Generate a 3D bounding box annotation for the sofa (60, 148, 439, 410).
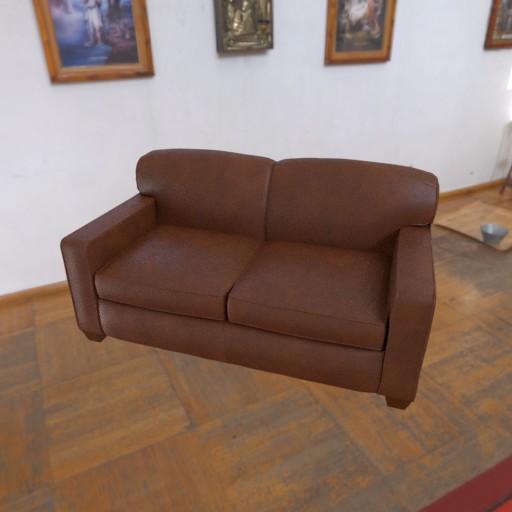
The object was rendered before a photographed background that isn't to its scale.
[{"bbox_3d":[0.000,0.000,2.489,1.856,0.966,1.000,8,28,16],"label":"sofa"}]
